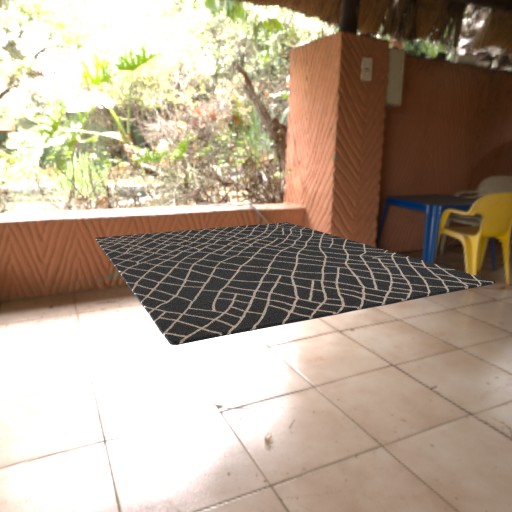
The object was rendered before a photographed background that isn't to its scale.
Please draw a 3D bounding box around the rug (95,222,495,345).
[{"bbox_3d":[0.000,0.000,4.048,2.439,0.022,3.047,-7,15,-25],"label":"rug"}]
